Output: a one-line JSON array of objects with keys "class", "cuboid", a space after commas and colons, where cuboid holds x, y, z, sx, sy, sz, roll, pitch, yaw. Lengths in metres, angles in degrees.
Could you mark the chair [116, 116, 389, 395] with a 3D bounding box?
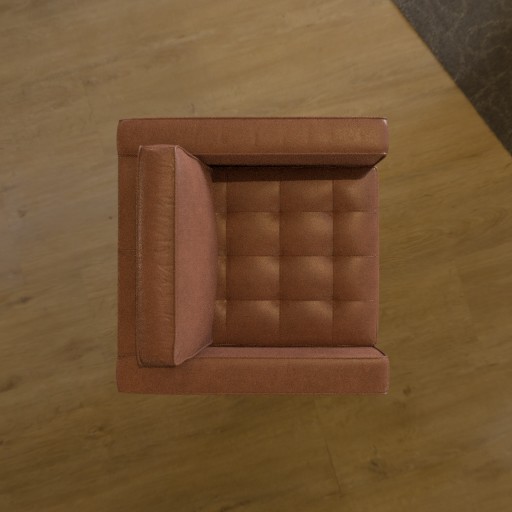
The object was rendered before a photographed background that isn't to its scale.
[{"class": "chair", "cuboid": [0.000, 0.000, 1.587, 0.900, 0.770, 0.920, 0, 89, 0]}]
